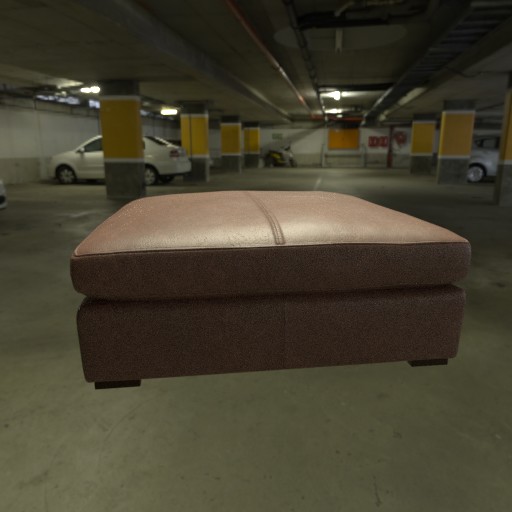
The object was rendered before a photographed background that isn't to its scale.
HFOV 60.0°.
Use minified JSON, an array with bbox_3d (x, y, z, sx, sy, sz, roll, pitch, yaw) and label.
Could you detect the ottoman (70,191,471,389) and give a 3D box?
[{"bbox_3d":[0.000,0.000,1.793,1.168,0.490,1.168,-2,14,-8],"label":"ottoman"}]
